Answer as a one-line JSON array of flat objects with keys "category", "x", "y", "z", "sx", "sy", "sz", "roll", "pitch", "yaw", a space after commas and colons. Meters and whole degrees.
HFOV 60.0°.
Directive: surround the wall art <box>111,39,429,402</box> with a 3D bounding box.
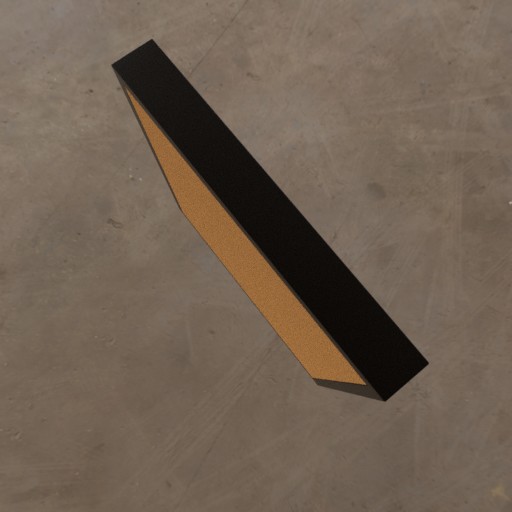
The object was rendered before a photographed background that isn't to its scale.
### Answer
[{"category": "wall art", "x": 0.000, "y": 0.000, "z": 0.443, "sx": 0.037, "sy": 0.299, "sz": 0.299, "roll": -37, "pitch": 79, "yaw": -9}]
